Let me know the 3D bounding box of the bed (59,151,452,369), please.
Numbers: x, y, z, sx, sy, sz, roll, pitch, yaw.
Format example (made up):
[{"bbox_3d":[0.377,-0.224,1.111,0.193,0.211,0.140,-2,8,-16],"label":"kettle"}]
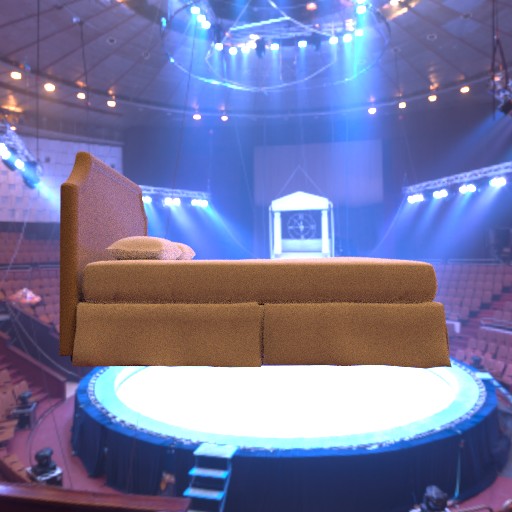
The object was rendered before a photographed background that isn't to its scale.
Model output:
[{"bbox_3d":[0.000,0.000,4.200,2.773,1.590,2.350,0,-1,-1],"label":"bed"}]
